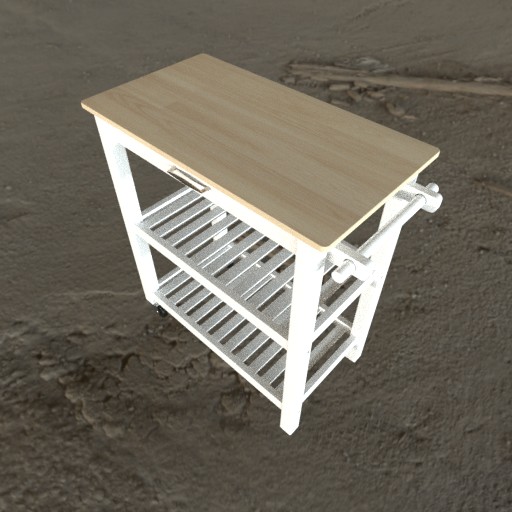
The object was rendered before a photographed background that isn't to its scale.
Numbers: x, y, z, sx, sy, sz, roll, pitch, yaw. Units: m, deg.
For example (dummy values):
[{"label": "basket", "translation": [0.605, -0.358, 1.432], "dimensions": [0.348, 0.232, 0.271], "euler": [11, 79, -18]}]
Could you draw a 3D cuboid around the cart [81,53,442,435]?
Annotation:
[{"label": "cart", "translation": [0.000, 0.000, 1.448], "dimensions": [0.899, 0.927, 0.457], "euler": [34, 55, 28]}]
